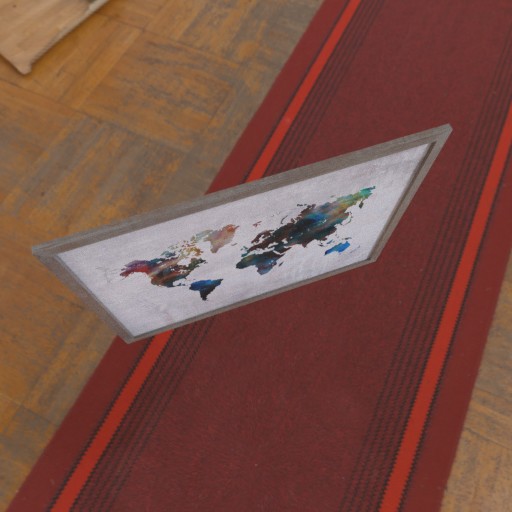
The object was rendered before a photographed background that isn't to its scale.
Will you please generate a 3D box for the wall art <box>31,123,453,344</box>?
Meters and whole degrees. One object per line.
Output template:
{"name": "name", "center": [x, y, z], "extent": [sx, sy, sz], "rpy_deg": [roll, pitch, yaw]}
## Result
{"name": "wall art", "center": [0.000, 0.000, 1.364], "extent": [1.012, 0.774, 0.019], "rpy_deg": [-18, 66, -8]}
